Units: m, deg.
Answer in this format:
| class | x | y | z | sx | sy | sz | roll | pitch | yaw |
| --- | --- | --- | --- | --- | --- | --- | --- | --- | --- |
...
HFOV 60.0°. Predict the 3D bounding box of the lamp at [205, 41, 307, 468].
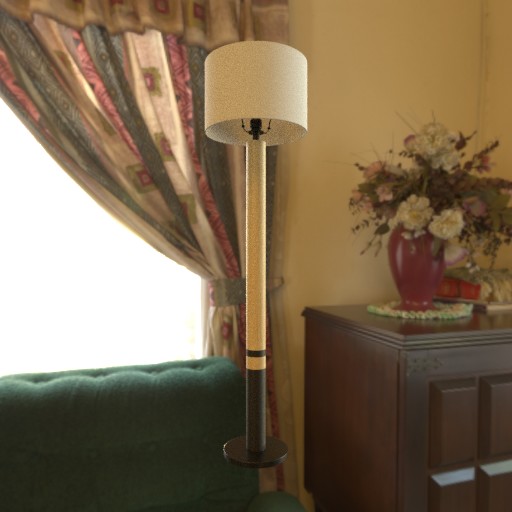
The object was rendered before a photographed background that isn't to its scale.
| class | x | y | z | sx | sy | sz | roll | pitch | yaw |
| --- | --- | --- | --- | --- | --- | --- | --- | --- | --- |
| lamp | 0.000 | 0.000 | 1.662 | 0.381 | 1.478 | 0.381 | 0 | 0 | -35 |
